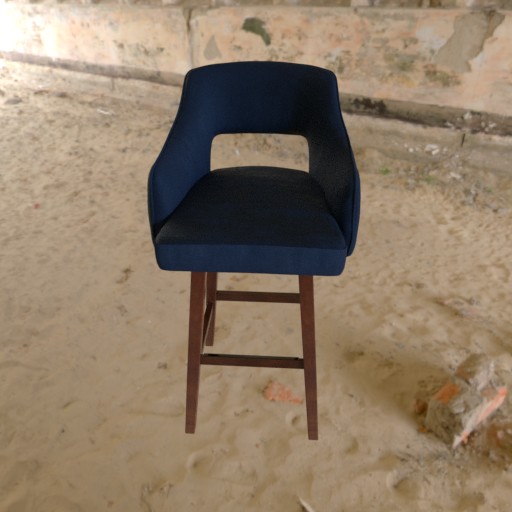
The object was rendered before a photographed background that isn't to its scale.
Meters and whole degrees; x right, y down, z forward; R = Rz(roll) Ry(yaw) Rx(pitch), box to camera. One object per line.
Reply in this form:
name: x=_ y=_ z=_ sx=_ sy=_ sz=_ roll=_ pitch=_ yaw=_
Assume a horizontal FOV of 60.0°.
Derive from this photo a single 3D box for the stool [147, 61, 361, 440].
stool: x=0.000 y=0.000 z=1.364 sx=0.550 sy=1.041 sz=0.560 roll=2 pitch=31 yaw=3
